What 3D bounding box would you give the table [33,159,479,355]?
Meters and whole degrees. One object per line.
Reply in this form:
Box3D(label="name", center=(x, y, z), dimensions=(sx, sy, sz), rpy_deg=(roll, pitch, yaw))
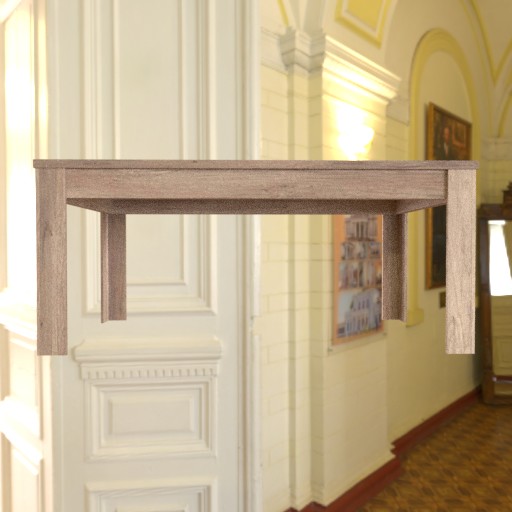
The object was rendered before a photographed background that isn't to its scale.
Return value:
Box3D(label="table", center=(0.000, 0.000, 2.244), dimensions=(1.800, 0.790, 0.900), rpy_deg=(0, 1, -1))
